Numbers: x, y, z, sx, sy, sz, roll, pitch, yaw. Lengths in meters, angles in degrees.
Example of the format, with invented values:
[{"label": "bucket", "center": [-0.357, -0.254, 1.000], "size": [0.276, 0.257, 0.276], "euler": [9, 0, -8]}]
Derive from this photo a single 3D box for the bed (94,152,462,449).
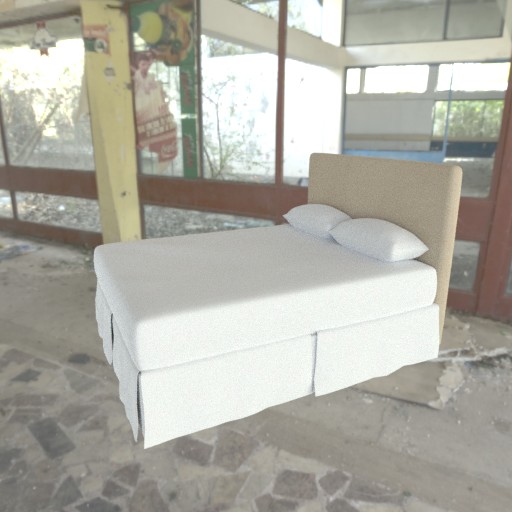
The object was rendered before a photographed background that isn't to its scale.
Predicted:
[{"label": "bed", "center": [0.000, 0.000, 3.173], "size": [2.142, 1.330, 1.723], "euler": [-8, 18, -25]}]
